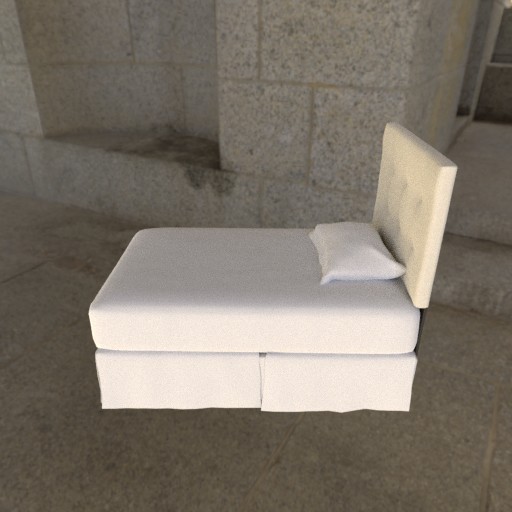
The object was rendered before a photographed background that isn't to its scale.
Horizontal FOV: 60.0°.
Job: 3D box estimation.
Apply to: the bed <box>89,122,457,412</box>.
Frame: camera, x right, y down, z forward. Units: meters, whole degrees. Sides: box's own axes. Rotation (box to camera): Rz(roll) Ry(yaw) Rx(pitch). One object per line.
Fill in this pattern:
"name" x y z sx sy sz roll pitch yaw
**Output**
"bed" 0.000 0.000 2.990 1.997 1.571 1.261 1 27 1
